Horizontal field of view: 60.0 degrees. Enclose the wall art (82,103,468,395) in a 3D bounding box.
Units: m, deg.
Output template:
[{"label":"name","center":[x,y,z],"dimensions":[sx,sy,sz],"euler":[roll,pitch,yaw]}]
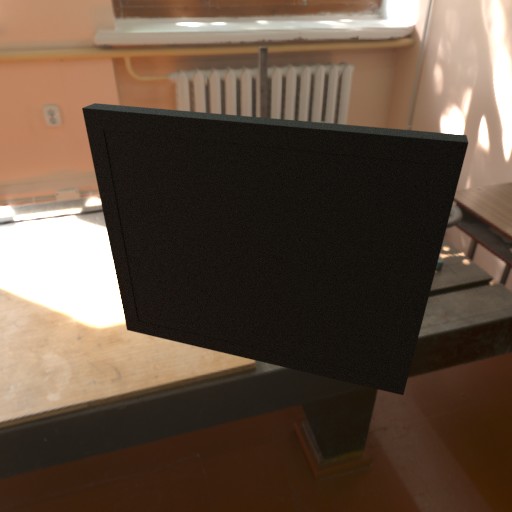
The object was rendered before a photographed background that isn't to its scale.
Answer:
[{"label":"wall art","center":[0.000,0.000,0.543],"dimensions":[0.404,0.329,0.024],"euler":[10,33,15]}]
